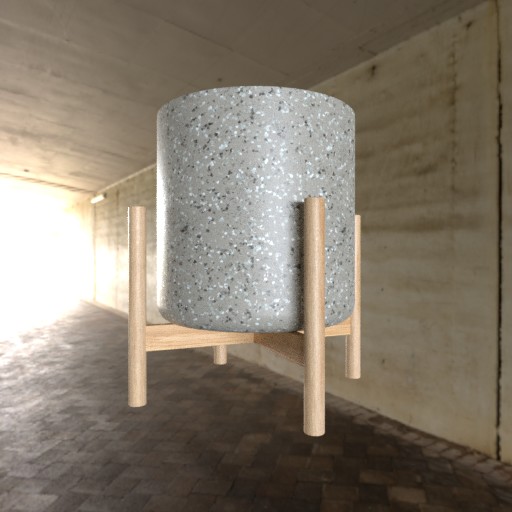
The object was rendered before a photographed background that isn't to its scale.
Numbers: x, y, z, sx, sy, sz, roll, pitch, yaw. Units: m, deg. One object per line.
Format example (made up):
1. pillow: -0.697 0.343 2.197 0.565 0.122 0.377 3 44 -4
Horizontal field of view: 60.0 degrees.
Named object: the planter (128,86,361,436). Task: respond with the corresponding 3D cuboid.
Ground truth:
1. planter: 0.000 0.000 0.696 0.360 0.419 0.360 0 0 0
